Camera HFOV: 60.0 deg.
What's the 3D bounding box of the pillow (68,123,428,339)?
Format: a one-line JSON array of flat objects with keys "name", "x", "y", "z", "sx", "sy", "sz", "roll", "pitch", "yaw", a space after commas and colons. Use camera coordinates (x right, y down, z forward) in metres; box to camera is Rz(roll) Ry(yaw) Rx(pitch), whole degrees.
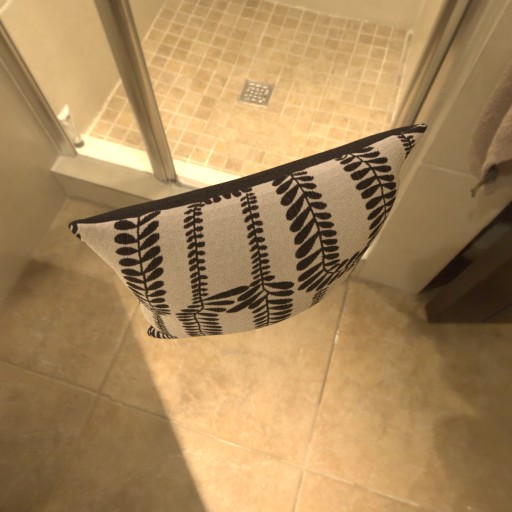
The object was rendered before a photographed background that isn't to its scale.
[{"name": "pillow", "x": 0.000, "y": 0.000, "z": 0.690, "sx": 0.440, "sy": 0.441, "sz": 0.182, "roll": -18, "pitch": 66, "yaw": -8}]
